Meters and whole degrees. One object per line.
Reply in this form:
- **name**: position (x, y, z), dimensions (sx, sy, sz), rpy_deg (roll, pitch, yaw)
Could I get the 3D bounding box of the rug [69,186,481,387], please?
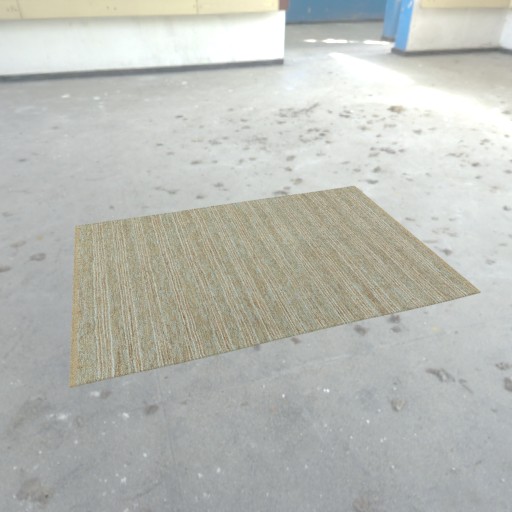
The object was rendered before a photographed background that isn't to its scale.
- **rug**: position (0.000, 0.000, 2.334), dimensions (1.824, 0.010, 1.240), rpy_deg (-10, 35, -15)
